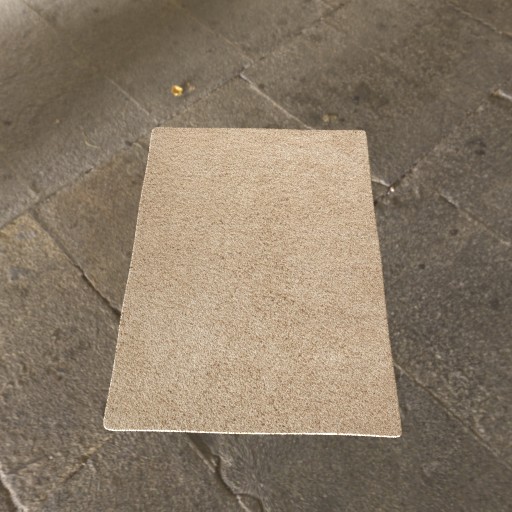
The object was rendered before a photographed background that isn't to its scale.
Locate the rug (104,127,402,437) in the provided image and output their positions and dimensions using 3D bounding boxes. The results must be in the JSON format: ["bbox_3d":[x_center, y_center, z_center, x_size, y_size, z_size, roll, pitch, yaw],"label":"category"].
[{"bbox_3d":[0.000,0.000,2.138,1.199,0.025,1.600,1,63,1],"label":"rug"}]
